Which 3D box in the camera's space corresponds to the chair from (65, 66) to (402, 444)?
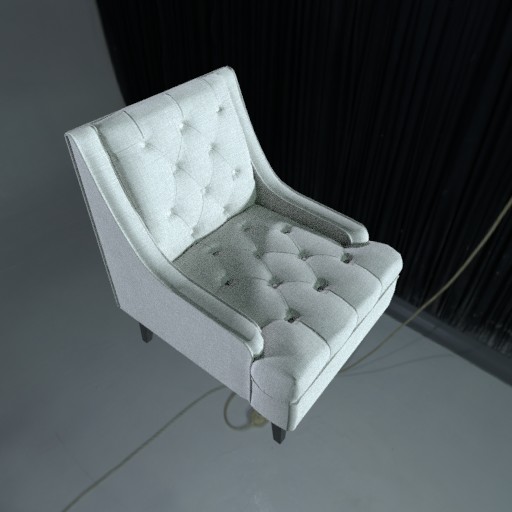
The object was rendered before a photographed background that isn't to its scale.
[{"bbox_3d":[0.000,0.000,1.433,0.772,0.891,0.658,28,49,28],"label":"chair"}]
